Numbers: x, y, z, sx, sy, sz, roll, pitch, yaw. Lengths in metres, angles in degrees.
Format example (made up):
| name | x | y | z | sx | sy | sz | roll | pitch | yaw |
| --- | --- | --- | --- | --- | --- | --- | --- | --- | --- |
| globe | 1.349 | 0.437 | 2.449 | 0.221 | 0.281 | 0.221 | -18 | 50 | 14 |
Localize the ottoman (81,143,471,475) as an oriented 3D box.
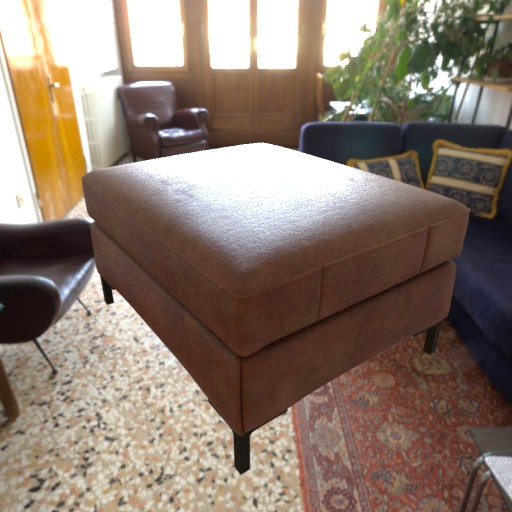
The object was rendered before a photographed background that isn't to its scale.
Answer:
| name | x | y | z | sx | sy | sz | roll | pitch | yaw |
| --- | --- | --- | --- | --- | --- | --- | --- | --- | --- |
| ottoman | 0.000 | 0.000 | 1.771 | 0.965 | 0.667 | 1.186 | -18 | 32 | -32 |
